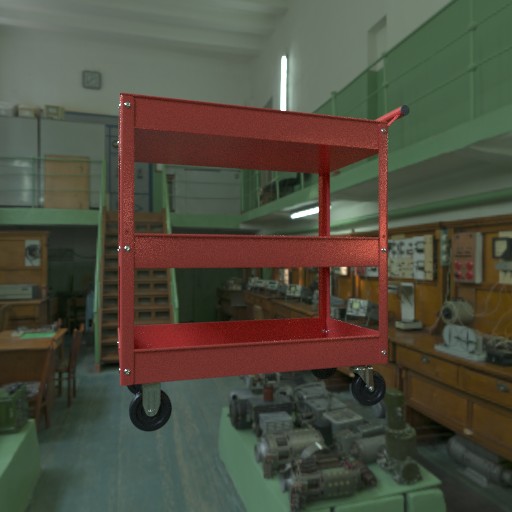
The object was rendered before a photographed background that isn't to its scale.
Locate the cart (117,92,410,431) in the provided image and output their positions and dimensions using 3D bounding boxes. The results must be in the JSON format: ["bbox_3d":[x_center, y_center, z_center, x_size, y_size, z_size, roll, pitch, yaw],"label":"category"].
[{"bbox_3d":[0.000,0.000,1.210,0.719,0.780,0.366,0,0,-18],"label":"cart"}]
